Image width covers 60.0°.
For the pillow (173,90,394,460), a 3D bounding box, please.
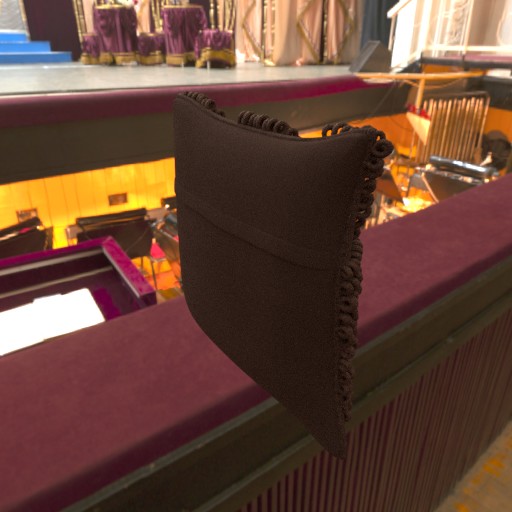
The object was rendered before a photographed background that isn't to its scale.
[{"bbox_3d":[0.000,0.000,0.713,0.172,0.467,0.470,-17,31,-31],"label":"pillow"}]
